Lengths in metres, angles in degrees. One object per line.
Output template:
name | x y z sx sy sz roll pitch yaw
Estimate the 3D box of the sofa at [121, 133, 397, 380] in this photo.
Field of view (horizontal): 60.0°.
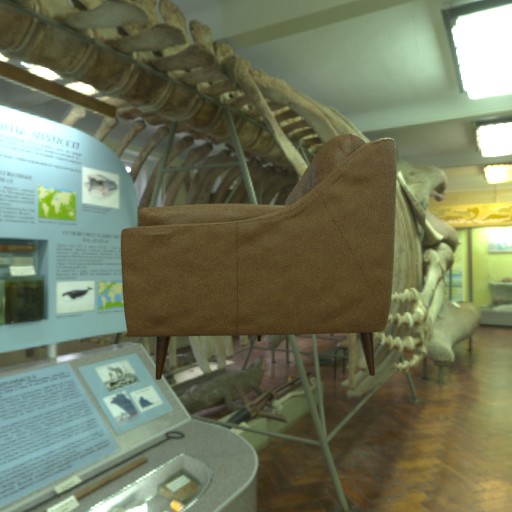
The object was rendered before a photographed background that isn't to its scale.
sofa | 0.000 0.000 2.297 0.981 0.886 1.731 0 0 -1
